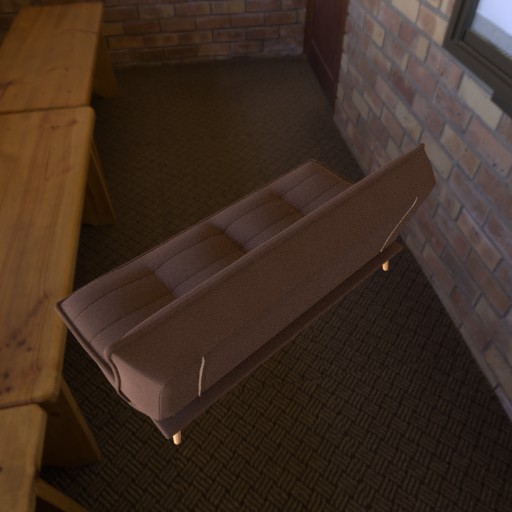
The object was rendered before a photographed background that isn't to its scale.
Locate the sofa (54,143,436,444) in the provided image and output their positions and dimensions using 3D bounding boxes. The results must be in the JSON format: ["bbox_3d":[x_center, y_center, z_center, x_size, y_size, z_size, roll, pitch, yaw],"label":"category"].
[{"bbox_3d":[0.000,0.000,2.421,1.940,0.890,0.950,-33,55,-28],"label":"sofa"}]
